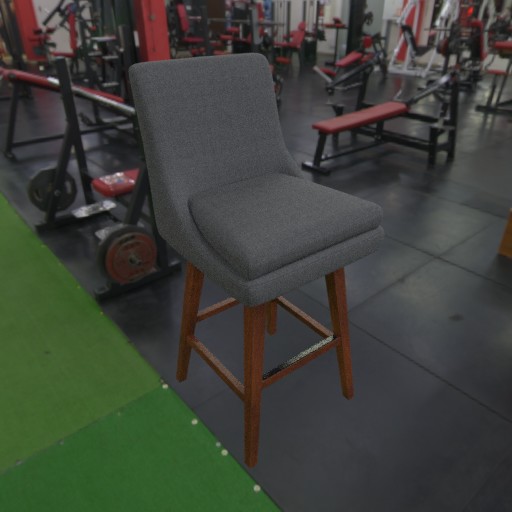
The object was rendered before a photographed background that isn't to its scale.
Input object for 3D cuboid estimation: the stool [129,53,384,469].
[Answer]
[{"bbox_3d":[0.000,0.000,1.233,0.447,0.977,0.524,-21,37,-32],"label":"stool"}]
